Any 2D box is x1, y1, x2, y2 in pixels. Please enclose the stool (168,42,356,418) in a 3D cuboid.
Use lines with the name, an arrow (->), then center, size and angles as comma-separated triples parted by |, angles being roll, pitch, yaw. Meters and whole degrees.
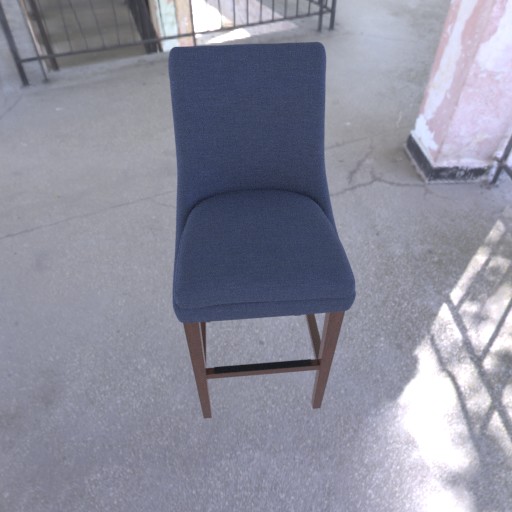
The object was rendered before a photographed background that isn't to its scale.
stool -> 0.000, 0.000, 1.372 | 0.470, 1.078, 0.577 | -4, 45, -4
